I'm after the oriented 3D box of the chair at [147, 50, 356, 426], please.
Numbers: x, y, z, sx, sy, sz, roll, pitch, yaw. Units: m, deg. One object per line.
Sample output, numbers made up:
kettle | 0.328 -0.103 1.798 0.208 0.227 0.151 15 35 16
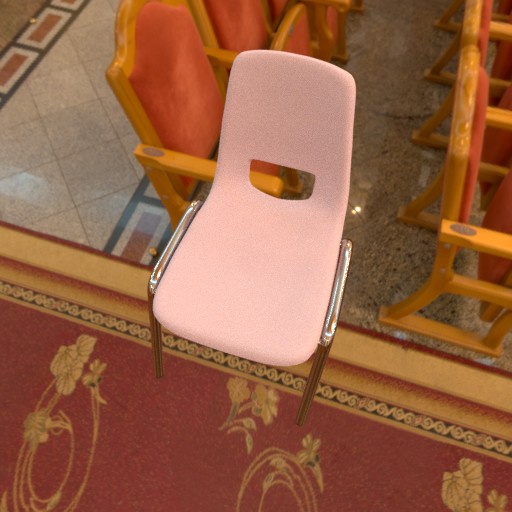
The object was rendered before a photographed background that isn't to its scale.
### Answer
chair | 0.000 0.000 0.832 0.354 0.586 0.423 16 60 9
